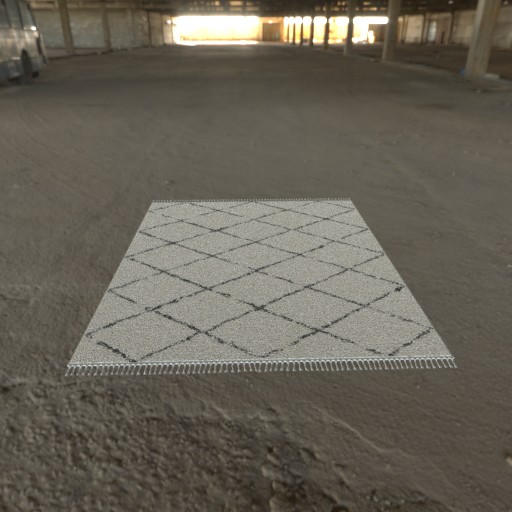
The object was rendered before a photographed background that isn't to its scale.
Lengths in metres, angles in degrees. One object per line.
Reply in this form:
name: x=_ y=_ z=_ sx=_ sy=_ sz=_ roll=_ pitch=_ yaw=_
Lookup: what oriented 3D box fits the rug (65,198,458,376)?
rug: x=0.000 y=0.000 z=4.004 sx=2.380 sy=0.013 sz=3.051 roll=-1 pitch=27 yaw=-2
